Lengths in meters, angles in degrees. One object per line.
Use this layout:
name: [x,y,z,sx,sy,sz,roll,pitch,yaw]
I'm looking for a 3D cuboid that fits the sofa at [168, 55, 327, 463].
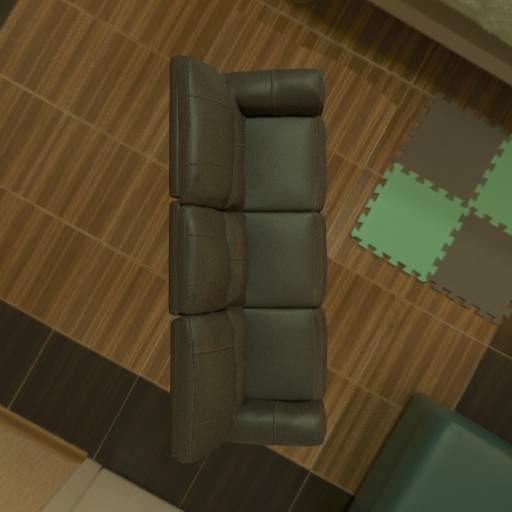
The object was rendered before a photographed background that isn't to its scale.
sofa: [0.000,0.000,3.186,1.104,1.134,2.627,0,89,-1]
